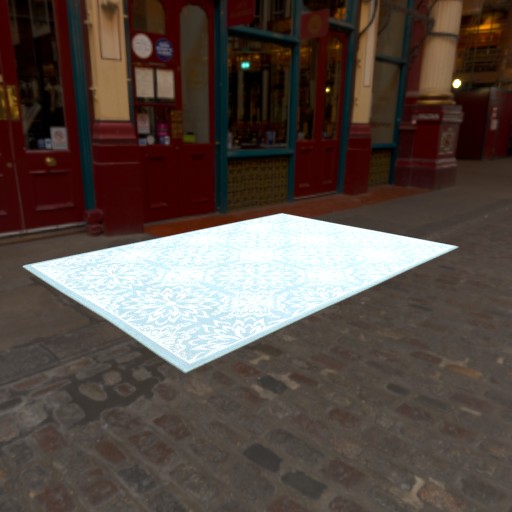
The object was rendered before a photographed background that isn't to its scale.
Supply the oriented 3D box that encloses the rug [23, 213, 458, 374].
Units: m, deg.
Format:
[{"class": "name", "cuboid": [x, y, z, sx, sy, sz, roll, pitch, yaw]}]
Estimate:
[{"class": "rug", "cuboid": [0.000, 0.000, 2.741, 2.205, 0.014, 1.589, -16, 23, -42]}]
